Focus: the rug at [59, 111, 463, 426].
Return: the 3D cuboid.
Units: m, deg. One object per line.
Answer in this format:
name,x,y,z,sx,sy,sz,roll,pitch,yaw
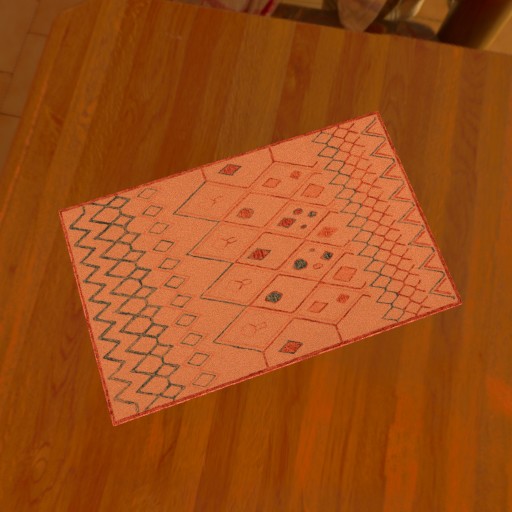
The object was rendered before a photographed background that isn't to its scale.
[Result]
rug,0.000,0.000,3.070,2.438,0.015,1.524,-18,78,-4
